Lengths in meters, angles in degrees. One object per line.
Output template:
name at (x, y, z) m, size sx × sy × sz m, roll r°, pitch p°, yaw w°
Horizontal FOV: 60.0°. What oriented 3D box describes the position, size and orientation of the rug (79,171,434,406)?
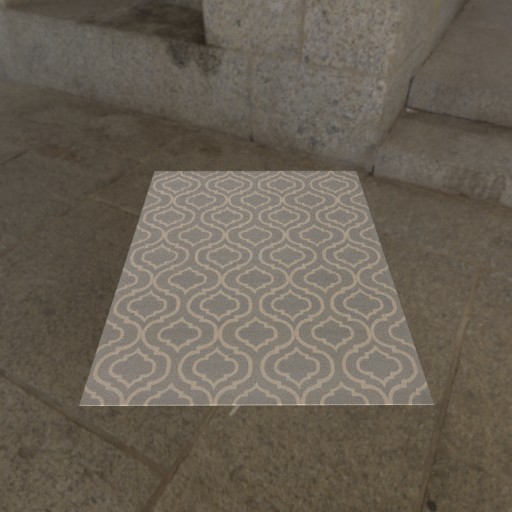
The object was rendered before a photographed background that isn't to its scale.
rug at (0.000, 0.000, 3.937) m, size 2.283 × 0.006 × 2.892 m, roll 0°, pitch 42°, yaw 0°
